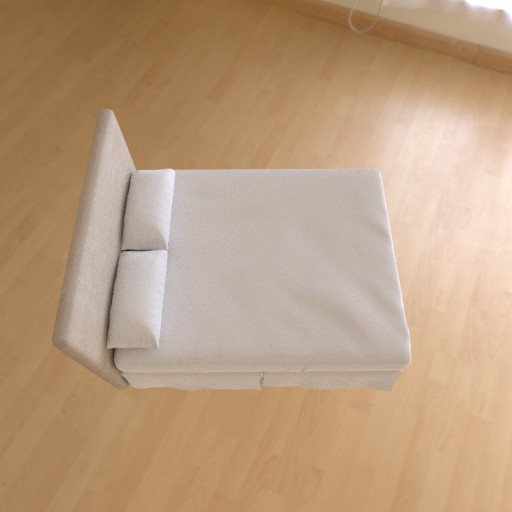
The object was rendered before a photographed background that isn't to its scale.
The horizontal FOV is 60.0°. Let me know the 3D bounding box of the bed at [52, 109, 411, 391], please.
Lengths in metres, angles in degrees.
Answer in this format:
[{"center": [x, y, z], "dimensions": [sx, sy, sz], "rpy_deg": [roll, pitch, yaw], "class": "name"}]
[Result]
[{"center": [0.000, 0.000, 3.231], "dimensions": [2.162, 1.330, 1.713], "rpy_deg": [0, 63, 0], "class": "bed"}]
